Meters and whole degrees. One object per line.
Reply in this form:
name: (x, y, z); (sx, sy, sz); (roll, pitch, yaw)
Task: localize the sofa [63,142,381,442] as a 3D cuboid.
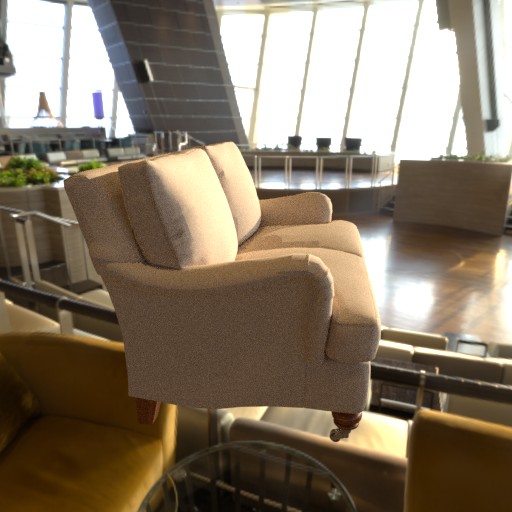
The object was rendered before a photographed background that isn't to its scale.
sofa: (0.000, 0.000, 2.190); (1.087, 1.048, 1.508); (3, 17, 9)
